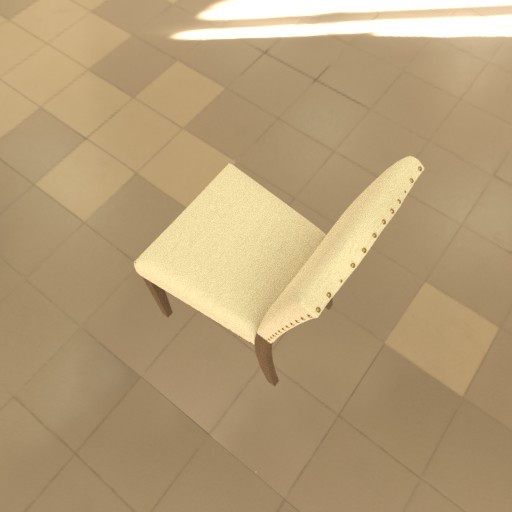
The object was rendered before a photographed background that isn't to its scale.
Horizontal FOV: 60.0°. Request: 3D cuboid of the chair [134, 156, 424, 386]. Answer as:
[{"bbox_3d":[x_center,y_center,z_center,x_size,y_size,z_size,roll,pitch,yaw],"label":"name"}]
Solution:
[{"bbox_3d":[0.000,0.000,1.395,0.619,1.015,0.508,34,69,15],"label":"chair"}]
